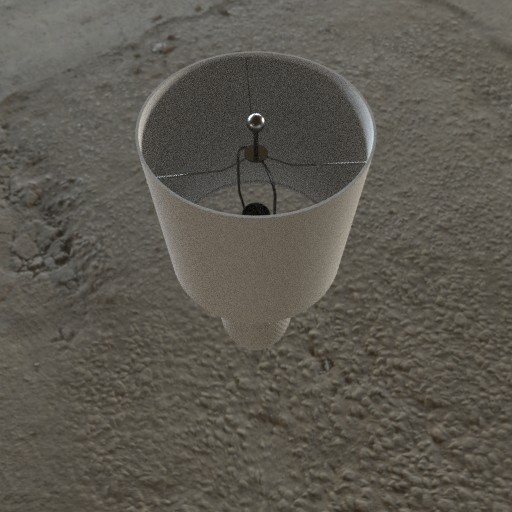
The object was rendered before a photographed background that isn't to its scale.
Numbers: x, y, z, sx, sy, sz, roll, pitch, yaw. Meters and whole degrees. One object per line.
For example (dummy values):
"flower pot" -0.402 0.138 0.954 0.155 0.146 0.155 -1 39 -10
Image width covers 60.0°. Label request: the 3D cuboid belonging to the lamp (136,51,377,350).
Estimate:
"lamp" 0.000 0.000 0.589 0.214 0.466 0.214 -31 63 -18
